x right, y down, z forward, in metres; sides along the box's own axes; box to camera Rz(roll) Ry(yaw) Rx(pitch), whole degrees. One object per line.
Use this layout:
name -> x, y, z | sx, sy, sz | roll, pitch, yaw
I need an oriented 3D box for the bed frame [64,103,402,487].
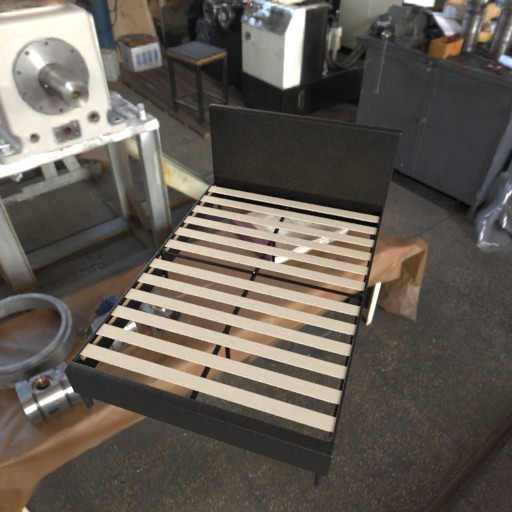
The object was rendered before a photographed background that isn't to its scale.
bed frame -> 0.000, 0.000, 2.890 | 1.469, 1.046, 2.152 | 12, 42, 14
